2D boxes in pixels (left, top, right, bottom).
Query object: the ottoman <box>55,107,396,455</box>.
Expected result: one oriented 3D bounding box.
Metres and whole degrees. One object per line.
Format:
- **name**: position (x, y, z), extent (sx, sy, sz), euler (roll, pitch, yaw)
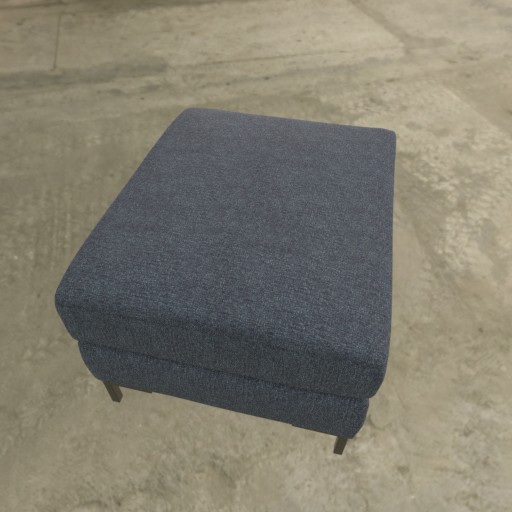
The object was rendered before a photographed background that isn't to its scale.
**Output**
- **ottoman**: position (0.000, 0.000, 1.272), extent (0.695, 0.533, 0.831), euler (10, 47, 9)
